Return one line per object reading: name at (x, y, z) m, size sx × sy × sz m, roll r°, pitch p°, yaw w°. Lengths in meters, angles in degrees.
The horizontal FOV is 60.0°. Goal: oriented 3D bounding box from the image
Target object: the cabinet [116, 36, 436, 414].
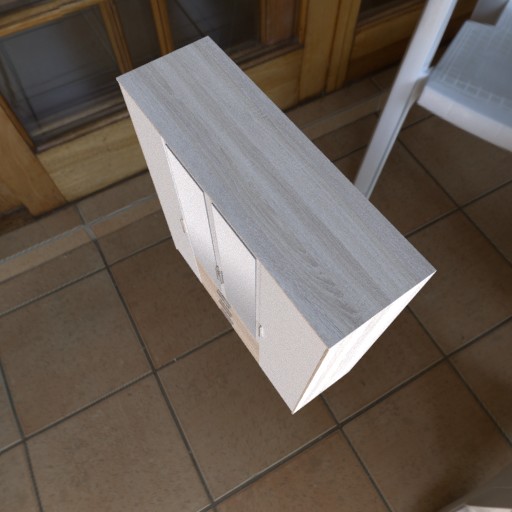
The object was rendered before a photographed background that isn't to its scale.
cabinet at (0.000, 0.000, 3.124) m, size 0.620 × 2.060 × 1.870 m, roll -32°, pitch 68°, yaw -15°
